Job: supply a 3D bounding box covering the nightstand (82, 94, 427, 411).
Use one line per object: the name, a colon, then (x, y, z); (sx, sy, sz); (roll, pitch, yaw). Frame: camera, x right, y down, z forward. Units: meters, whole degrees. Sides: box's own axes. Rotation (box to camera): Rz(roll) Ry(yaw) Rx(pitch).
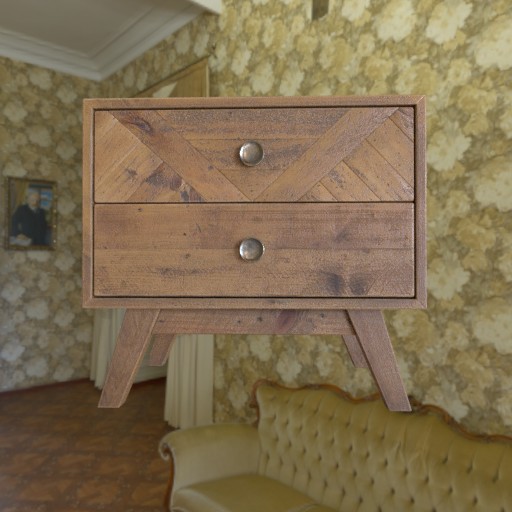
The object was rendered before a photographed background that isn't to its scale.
nightstand: (0.000, 0.000, 1.048); (0.650, 0.599, 0.450); (0, -1, 2)
